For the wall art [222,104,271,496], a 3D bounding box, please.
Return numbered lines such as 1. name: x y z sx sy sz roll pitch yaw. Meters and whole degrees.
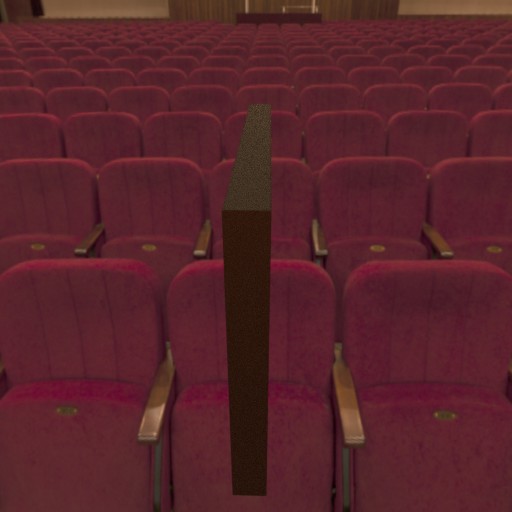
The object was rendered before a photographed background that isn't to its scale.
1. wall art: 0.000 0.000 0.852 0.051 0.456 0.671 1 28 1
